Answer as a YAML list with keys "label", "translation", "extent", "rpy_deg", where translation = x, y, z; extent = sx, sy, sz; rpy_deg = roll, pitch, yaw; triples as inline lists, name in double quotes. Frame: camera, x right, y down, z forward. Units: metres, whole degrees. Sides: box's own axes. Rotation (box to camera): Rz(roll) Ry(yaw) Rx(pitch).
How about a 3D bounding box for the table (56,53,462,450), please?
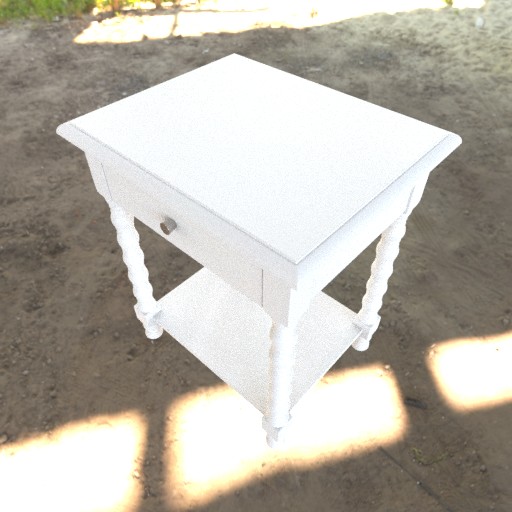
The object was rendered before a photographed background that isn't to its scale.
- label: "table"
  translation: [0.000, 0.000, 0.827]
  extent: [0.460, 0.531, 0.381]
  rpy_deg: [33, 54, 28]
